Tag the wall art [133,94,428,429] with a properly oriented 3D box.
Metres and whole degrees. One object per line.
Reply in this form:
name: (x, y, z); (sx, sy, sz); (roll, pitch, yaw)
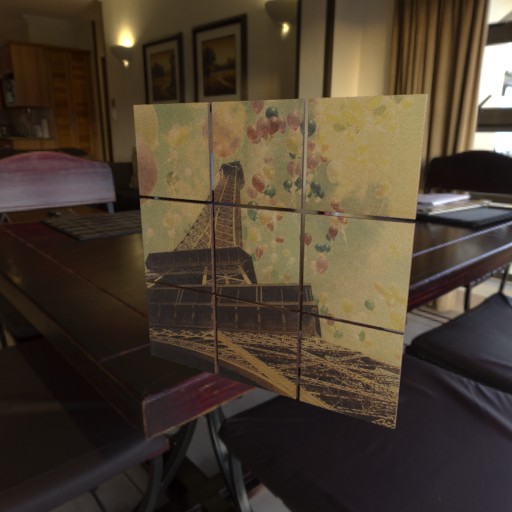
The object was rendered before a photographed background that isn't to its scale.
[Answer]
wall art: (0.000, 0.000, 1.880); (1.256, 1.246, 0.017); (8, 18, 28)
